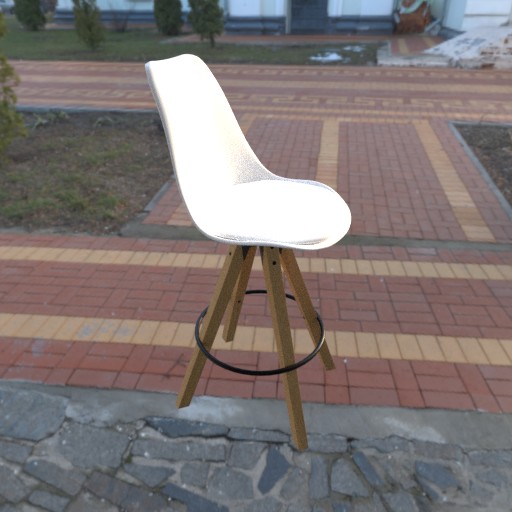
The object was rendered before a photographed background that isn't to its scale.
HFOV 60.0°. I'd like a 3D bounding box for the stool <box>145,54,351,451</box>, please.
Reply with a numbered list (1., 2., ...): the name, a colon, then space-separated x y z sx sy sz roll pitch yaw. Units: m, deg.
1. stool: 0.000 0.000 1.382 0.549 1.115 0.482 12 32 19
